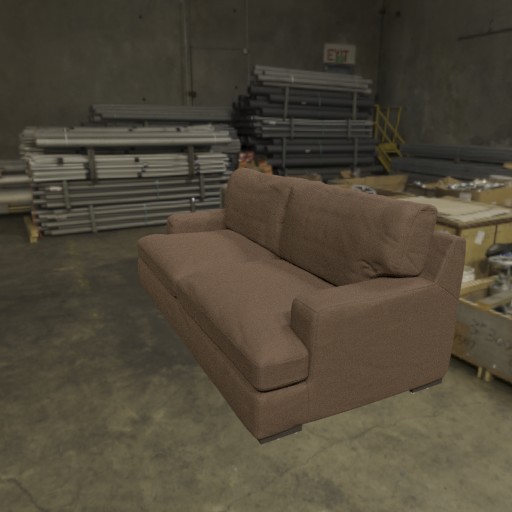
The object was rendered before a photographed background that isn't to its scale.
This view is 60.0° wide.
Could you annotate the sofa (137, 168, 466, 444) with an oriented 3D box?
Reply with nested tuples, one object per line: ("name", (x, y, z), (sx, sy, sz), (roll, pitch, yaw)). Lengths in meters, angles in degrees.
("sofa", (0.000, 0.000, 2.891), (1.140, 0.950, 2.274), (-8, 18, -25))
